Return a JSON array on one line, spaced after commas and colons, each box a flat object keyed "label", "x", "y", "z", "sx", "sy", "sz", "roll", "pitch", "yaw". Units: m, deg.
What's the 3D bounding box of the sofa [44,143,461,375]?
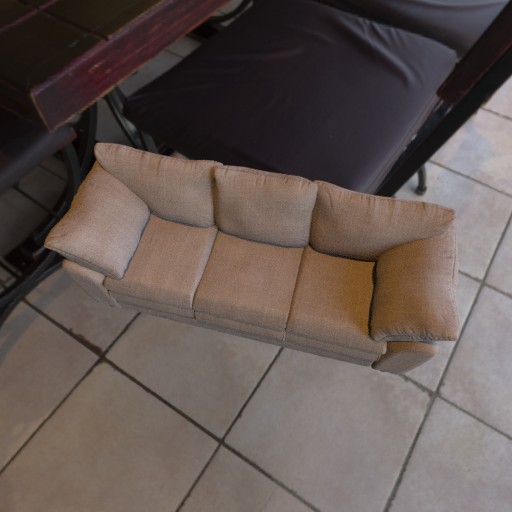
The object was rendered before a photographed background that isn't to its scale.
[{"label": "sofa", "x": 0.000, "y": 0.000, "z": 2.826, "sx": 2.334, "sy": 0.996, "sz": 0.878, "roll": 12, "pitch": 58, "yaw": 8}]
